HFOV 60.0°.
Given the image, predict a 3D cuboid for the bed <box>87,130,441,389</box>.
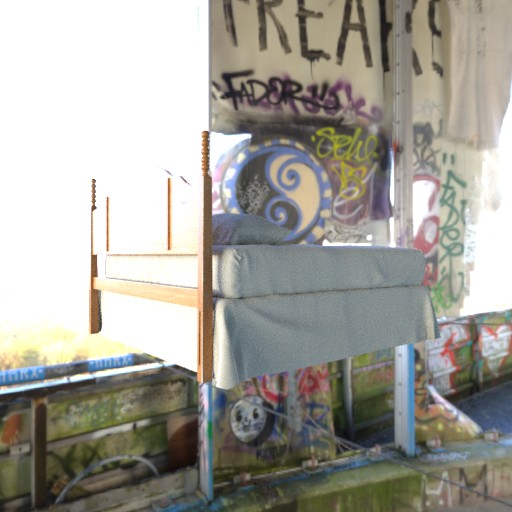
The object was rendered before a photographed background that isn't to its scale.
[{"bbox_3d":[0.000,0.000,3.778,2.219,1.355,2.322,0,0,-38],"label":"bed"}]
